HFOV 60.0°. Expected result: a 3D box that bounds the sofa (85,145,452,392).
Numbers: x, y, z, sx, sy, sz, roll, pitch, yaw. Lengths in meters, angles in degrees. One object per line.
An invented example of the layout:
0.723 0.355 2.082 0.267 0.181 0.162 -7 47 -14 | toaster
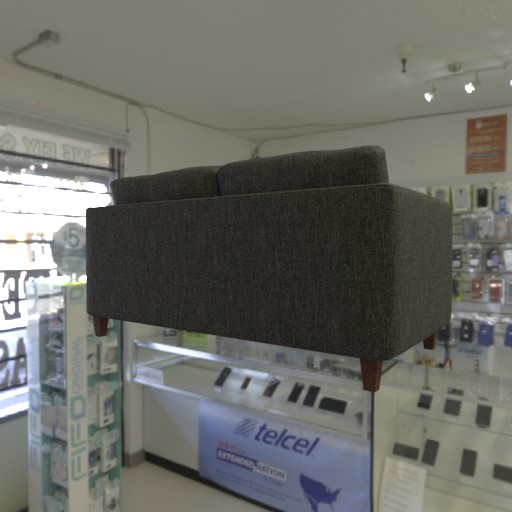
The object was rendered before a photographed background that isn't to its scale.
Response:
0.000 0.000 2.472 1.884 0.963 0.950 1 2 36 | sofa
